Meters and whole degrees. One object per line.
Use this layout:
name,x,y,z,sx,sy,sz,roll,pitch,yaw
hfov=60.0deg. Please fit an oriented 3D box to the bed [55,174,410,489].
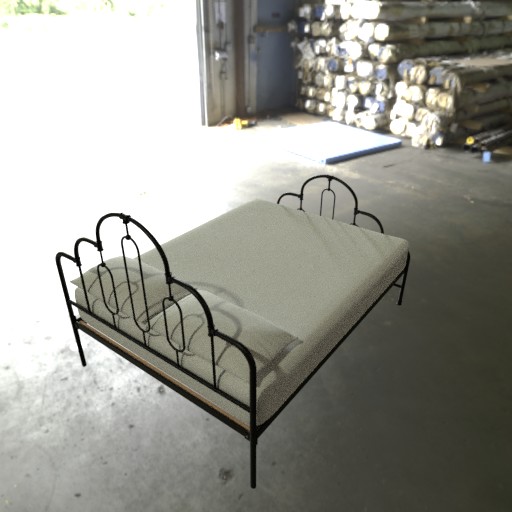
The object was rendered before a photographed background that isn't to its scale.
bed,0.000,0.000,3.278,1.626,1.444,2.181,20,35,32
